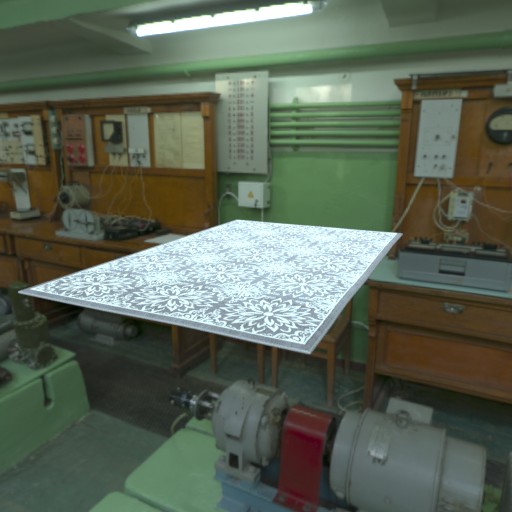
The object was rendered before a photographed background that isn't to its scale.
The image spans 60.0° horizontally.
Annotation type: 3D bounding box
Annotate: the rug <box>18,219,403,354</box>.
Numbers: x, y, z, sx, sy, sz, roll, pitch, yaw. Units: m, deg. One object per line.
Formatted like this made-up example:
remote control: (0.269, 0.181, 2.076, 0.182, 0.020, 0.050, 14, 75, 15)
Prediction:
rug: (0.000, 0.000, 3.441, 1.819, 0.018, 2.746, 7, 16, 25)
